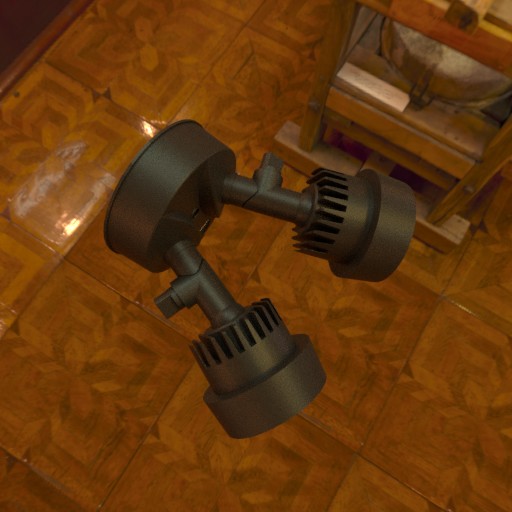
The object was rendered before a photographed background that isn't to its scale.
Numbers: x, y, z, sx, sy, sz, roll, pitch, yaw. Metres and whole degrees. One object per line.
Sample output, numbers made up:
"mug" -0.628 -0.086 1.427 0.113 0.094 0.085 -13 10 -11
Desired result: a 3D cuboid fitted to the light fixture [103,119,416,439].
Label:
"light fixture" 0.000 0.000 0.307 0.168 0.120 0.213 34 77 9
